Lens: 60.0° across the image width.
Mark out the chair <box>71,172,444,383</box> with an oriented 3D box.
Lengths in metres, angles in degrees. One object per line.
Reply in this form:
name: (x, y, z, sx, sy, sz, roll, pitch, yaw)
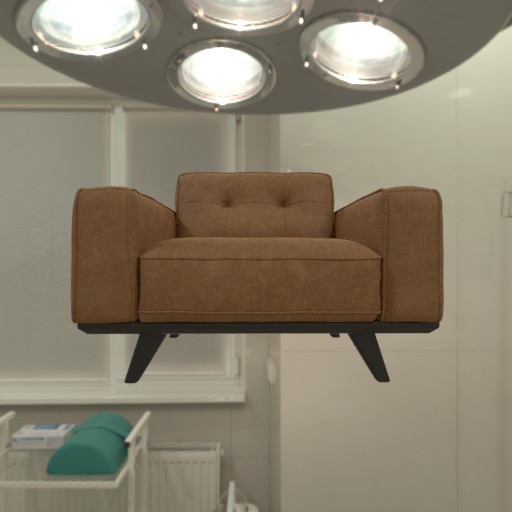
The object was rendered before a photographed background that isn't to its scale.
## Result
chair: (0.000, 0.000, 1.745, 1.118, 0.782, 0.952, 0, 0, -1)
